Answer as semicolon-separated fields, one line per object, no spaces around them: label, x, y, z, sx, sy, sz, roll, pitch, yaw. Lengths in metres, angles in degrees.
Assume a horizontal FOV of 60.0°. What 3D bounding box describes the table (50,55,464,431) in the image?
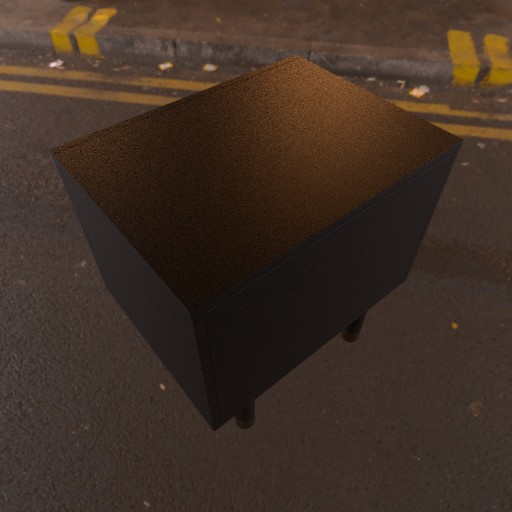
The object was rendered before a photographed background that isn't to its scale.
table;0.000;0.000;0.975;0.564;0.584;0.441;-32;56;-25
